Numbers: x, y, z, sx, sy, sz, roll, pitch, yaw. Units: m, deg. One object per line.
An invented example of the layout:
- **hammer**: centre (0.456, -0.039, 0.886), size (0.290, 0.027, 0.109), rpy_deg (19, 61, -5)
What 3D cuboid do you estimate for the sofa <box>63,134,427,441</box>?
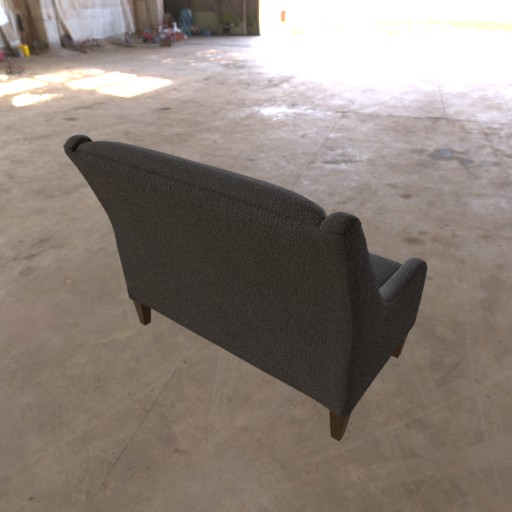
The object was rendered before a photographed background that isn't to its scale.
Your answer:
- **sofa**: centre (0.000, 0.000, 1.912), size (1.242, 1.022, 0.873), rpy_deg (21, 37, 32)
